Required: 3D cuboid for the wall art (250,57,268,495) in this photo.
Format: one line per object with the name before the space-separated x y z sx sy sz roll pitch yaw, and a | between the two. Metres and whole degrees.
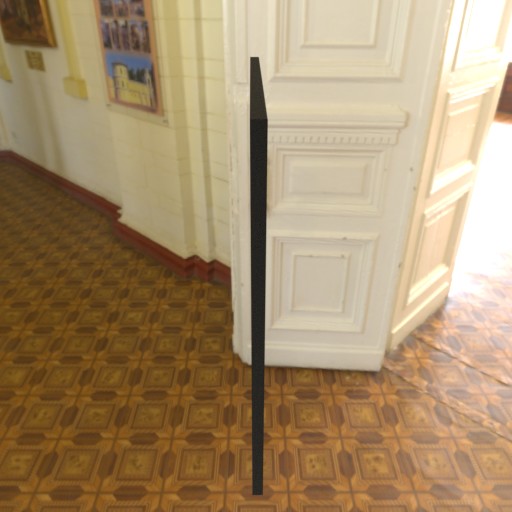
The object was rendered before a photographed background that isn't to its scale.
wall art | 0.000 0.000 0.478 0.010 0.361 0.311 0 30 -1
